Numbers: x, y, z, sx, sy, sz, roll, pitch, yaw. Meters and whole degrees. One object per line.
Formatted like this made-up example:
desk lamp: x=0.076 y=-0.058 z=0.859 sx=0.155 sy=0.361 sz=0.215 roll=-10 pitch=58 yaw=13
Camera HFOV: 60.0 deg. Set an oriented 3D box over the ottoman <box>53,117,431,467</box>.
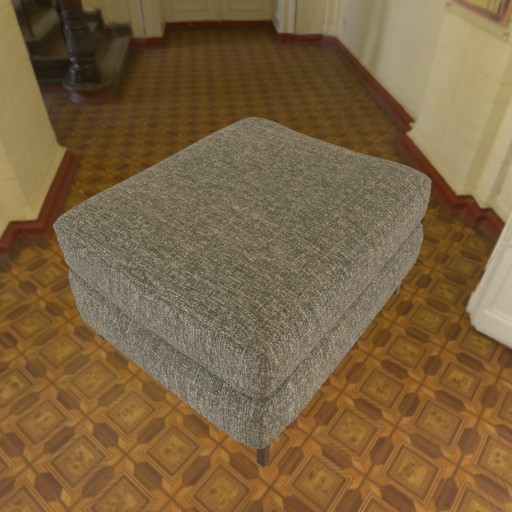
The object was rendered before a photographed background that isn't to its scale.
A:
ottoman: x=0.000 y=0.000 z=1.231 sx=0.683 sy=0.480 sz=0.828 roll=27 pitch=48 yaw=28
